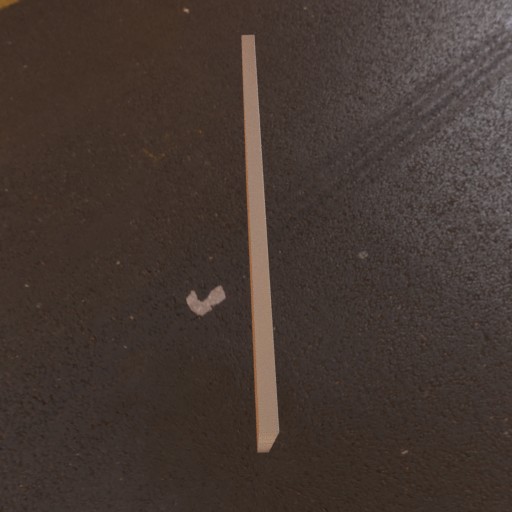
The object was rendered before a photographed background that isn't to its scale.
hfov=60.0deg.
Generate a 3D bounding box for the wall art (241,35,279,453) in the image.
[{"bbox_3d":[0.000,0.000,0.780,0.021,0.410,0.615,-2,64,-1],"label":"wall art"}]
